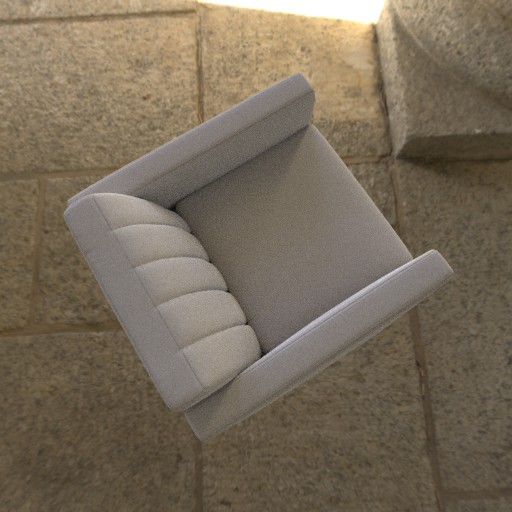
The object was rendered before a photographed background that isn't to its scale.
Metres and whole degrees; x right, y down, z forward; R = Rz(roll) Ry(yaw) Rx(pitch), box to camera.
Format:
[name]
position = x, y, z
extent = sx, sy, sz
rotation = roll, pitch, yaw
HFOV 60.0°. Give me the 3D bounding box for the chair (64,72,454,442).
[chair]
position = 0.000, 0.000, 1.686
extent = 0.998, 0.819, 0.953
rotation = -31, 77, -8
